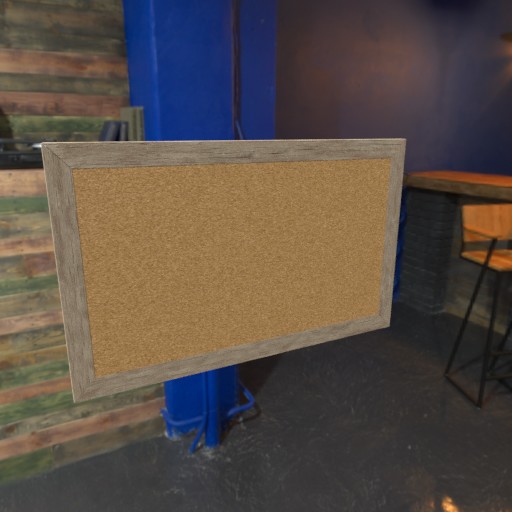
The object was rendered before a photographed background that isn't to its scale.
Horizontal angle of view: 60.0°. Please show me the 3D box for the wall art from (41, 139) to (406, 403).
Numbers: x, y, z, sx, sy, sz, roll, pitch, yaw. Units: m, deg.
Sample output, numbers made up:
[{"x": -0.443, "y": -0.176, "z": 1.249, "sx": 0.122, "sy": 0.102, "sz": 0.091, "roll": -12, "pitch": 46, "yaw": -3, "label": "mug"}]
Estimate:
[{"x": 0.000, "y": 0.000, "z": 0.952, "sx": 0.780, "sy": 0.480, "sz": 0.021, "roll": -8, "pitch": 17, "yaw": -25, "label": "wall art"}]
